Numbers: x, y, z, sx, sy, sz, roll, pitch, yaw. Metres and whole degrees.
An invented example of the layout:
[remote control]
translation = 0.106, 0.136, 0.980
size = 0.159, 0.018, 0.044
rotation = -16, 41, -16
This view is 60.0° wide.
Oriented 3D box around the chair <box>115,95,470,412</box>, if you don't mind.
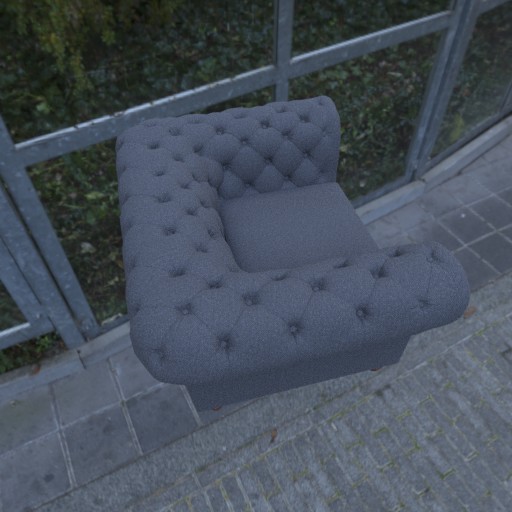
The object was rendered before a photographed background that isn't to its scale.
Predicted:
[chair]
translation = 0.000, 0.000, 1.821
size = 0.976, 0.770, 1.270
rotation = -11, 47, -10
